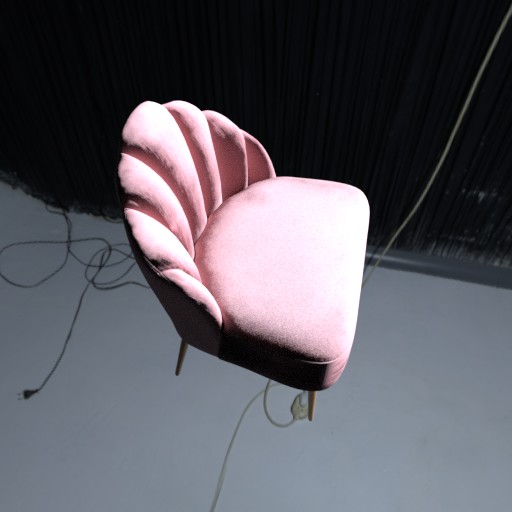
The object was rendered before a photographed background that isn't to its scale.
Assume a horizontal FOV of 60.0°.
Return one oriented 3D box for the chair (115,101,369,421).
[{"bbox_3d":[0.000,0.000,1.262,0.599,0.819,0.657,11,48,10],"label":"chair"}]
